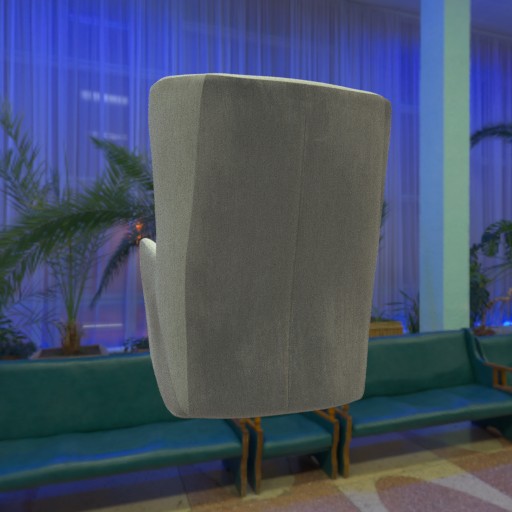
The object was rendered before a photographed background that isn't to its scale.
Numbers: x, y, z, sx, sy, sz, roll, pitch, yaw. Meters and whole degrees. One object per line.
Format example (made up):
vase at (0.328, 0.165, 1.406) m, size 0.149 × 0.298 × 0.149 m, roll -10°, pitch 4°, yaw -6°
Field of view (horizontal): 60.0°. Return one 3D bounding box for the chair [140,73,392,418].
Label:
chair at (0.000, 0.000, 1.599) m, size 0.779 × 1.000 × 0.904 m, roll 0°, pitch 0°, yaw -17°
